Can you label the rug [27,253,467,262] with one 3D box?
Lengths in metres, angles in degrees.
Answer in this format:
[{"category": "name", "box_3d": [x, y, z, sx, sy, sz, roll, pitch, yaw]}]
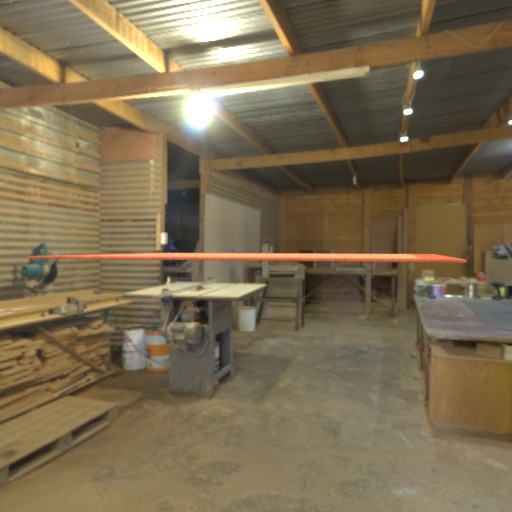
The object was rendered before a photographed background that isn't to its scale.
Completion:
[{"category": "rug", "box_3d": [0.000, 0.000, 3.060, 2.438, 0.014, 1.524, 0, 1, 17]}]
